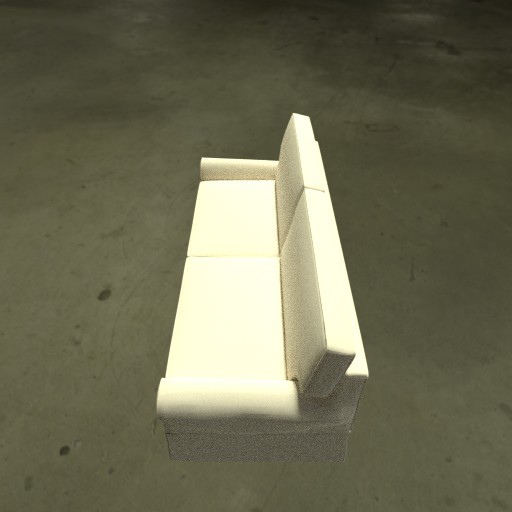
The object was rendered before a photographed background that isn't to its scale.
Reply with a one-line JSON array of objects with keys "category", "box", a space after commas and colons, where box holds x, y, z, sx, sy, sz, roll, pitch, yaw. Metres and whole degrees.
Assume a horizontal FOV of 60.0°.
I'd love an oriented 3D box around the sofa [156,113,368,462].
[{"category": "sofa", "box": [0.000, 0.000, 2.545, 0.862, 0.937, 2.021, 0, 41, 0]}]
